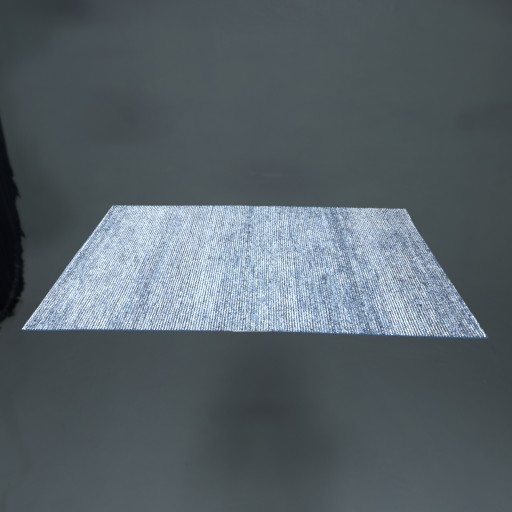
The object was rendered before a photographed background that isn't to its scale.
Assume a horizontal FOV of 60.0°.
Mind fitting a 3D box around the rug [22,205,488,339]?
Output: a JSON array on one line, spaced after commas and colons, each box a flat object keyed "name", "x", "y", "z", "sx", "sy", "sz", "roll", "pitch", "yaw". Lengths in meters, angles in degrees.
[{"name": "rug", "x": 0.000, "y": 0.000, "z": 2.194, "sx": 1.793, "sy": 0.025, "sz": 1.159, "roll": 1, "pitch": 31, "yaw": 1}]
